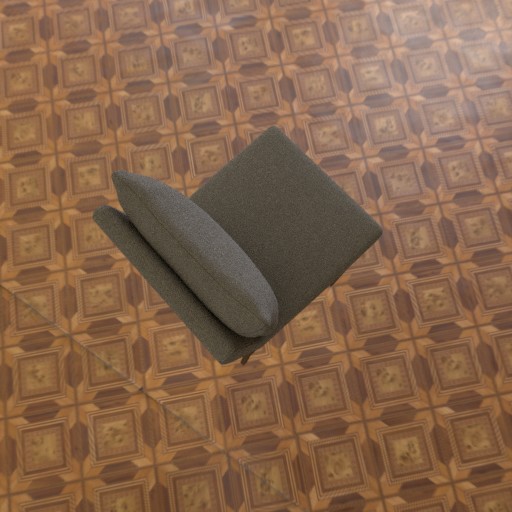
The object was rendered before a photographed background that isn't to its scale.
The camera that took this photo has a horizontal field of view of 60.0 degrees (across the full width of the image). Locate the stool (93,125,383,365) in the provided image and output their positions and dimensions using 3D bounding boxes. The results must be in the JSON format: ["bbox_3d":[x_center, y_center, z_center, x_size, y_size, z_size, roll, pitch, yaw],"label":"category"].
[{"bbox_3d":[0.000,0.000,1.417,0.569,1.132,0.463,-42,79,-10],"label":"stool"}]
